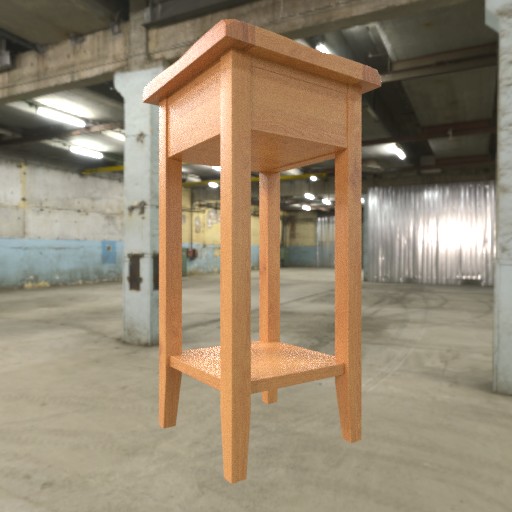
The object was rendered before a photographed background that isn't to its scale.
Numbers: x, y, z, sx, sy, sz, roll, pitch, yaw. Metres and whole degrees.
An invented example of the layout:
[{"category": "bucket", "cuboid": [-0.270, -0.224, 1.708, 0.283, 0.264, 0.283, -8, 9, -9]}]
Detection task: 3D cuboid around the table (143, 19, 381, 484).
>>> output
[{"category": "table", "cuboid": [0.000, 0.000, 0.931, 0.360, 0.740, 0.360, 0, 0, -35]}]
